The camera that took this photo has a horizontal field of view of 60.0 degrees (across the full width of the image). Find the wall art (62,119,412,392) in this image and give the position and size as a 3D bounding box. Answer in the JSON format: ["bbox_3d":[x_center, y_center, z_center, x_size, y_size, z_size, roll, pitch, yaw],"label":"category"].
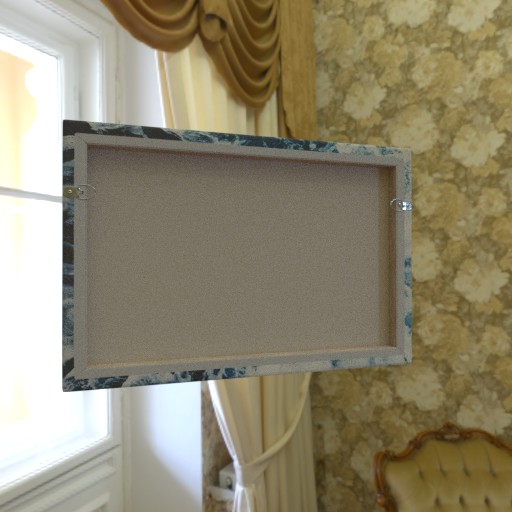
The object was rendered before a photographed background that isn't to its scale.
[{"bbox_3d":[0.000,0.000,1.138,0.915,0.610,0.042,0,0,-17],"label":"wall art"}]
